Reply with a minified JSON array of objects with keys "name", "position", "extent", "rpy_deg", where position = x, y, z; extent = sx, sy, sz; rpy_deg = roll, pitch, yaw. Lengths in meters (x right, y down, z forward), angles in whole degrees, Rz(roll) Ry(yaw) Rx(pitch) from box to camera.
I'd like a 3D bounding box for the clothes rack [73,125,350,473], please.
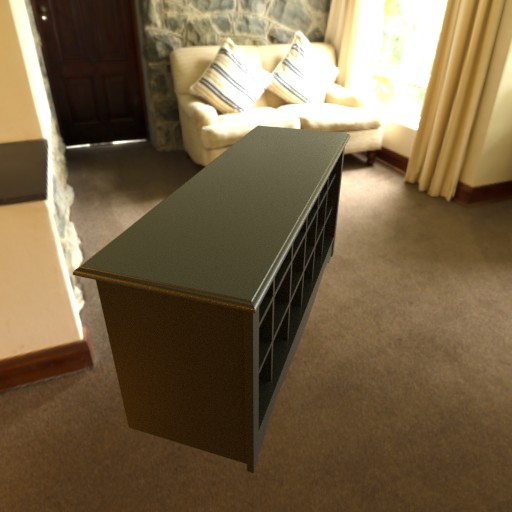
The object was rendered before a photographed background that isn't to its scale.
[{"name":"clothes rack","position":[0.000,0.000,1.509],"extent":[0.406,0.556,1.219],"rpy_deg":[10,32,16]}]
